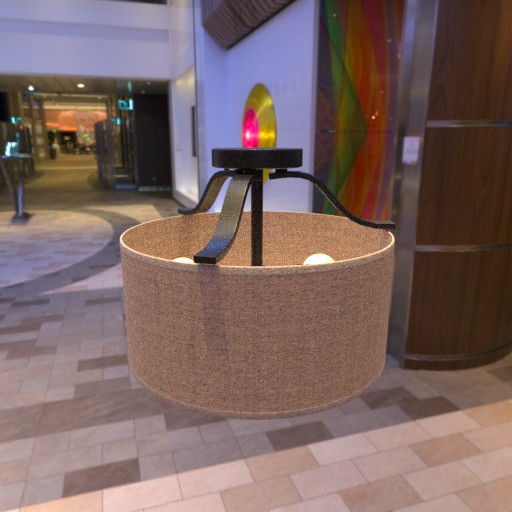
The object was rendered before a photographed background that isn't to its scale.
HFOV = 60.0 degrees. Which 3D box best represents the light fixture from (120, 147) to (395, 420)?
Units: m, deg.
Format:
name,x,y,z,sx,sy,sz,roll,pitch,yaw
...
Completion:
name,x,y,z,sx,sy,sz,roll,pitch,yaw
light fixture,0.000,0.000,0.648,0.390,0.306,0.390,0,15,0
